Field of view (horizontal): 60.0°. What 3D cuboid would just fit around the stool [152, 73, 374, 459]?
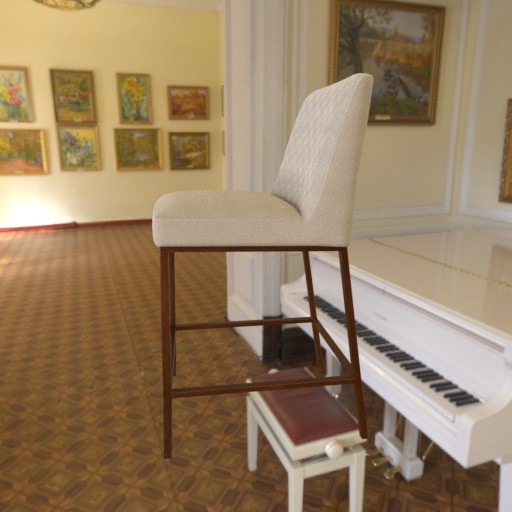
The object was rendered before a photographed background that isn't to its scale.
[{"bbox_3d":[0.000,0.000,1.312,0.576,0.973,0.507,-2,14,-8],"label":"stool"}]
